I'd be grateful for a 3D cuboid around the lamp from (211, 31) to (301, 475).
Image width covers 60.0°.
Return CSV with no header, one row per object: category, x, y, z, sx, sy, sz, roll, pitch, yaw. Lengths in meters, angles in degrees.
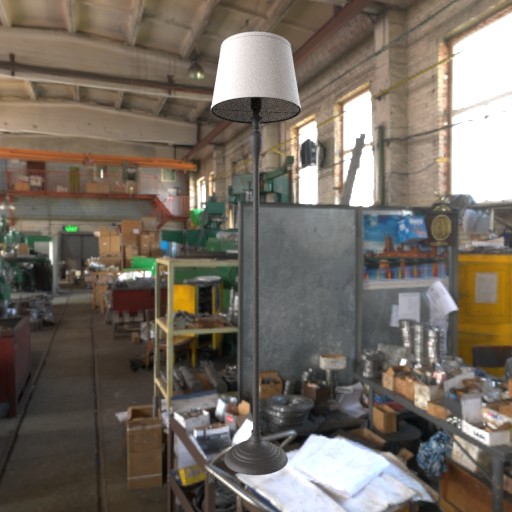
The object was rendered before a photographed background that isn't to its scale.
lamp,0.000,0.000,1.626,0.327,1.506,0.327,1,2,36
